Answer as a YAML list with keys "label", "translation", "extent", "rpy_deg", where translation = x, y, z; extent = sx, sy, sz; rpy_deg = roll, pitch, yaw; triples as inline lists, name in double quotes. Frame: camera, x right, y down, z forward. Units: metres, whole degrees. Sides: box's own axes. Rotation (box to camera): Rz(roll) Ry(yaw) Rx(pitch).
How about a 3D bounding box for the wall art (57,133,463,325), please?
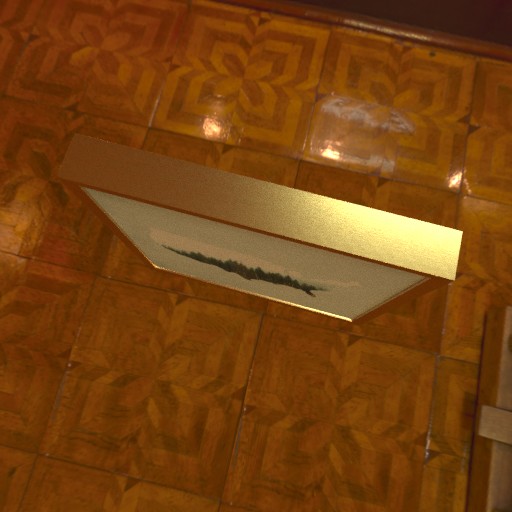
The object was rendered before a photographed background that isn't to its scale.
- label: "wall art"
  translation: [0.000, 0.000, 0.478]
  extent: [0.304, 0.304, 0.038]
  rpy_deg: [15, 76, 4]
